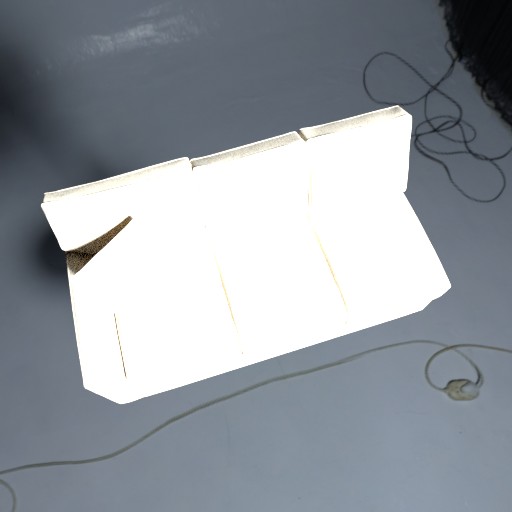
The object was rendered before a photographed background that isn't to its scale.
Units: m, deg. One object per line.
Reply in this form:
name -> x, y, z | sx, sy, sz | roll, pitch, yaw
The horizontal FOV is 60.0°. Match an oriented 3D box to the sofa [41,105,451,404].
sofa -> 0.000, 0.000, 2.502 | 1.962, 0.946, 1.034 | -16, 66, -7
